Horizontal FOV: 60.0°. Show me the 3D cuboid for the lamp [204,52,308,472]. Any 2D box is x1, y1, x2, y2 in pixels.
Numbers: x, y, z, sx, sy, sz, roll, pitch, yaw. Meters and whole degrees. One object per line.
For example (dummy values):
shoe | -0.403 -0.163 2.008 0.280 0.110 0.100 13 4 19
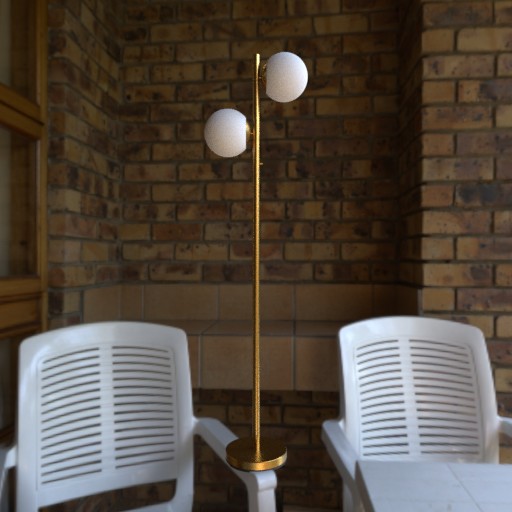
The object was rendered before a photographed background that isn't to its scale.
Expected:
lamp | 0.000 0.000 1.800 0.419 1.641 0.249 0 0 -1
